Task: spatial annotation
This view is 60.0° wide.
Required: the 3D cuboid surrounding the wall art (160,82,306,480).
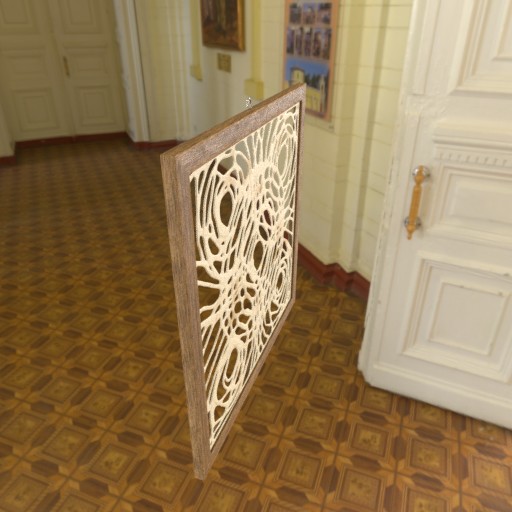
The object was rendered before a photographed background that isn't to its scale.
[{"bbox_3d":[0.000,0.000,0.842,0.021,0.576,0.561,10,31,18],"label":"wall art"}]
